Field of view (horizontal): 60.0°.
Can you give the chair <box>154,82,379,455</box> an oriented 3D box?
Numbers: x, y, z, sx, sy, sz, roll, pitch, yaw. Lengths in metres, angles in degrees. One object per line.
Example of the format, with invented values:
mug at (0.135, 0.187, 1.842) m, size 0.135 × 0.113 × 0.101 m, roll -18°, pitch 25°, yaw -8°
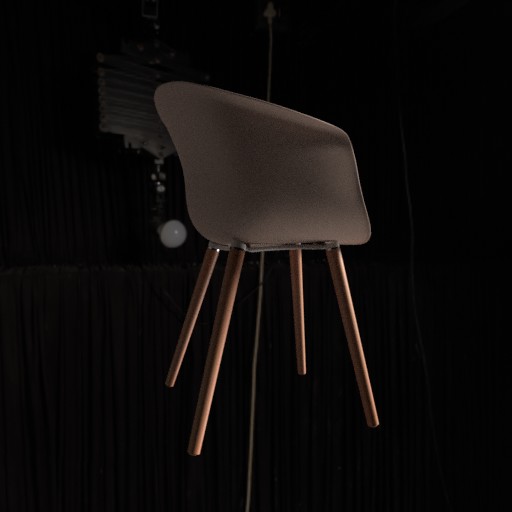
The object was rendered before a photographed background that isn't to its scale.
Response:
chair at (0.000, 0.000, 1.143) m, size 0.504 × 0.781 × 0.593 m, roll -1°, pitch 2°, yaw -17°
